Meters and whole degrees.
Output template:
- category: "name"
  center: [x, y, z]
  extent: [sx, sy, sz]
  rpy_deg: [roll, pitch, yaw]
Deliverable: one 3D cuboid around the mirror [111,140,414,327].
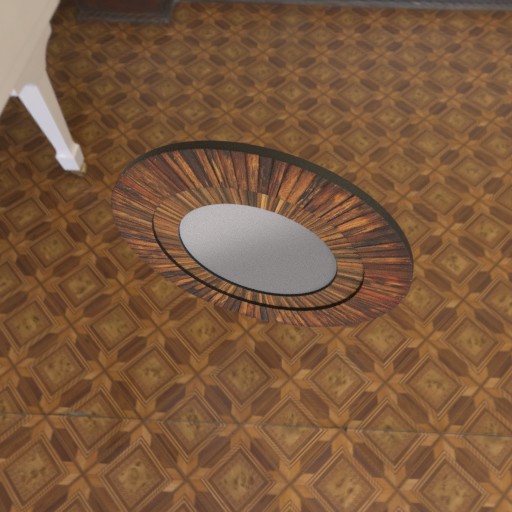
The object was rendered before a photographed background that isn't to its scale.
- category: "mirror"
  center: [0.000, 0.000, 1.604]
  extent: [1.077, 1.077, 0.036]
  rpy_deg: [13, 60, 8]
